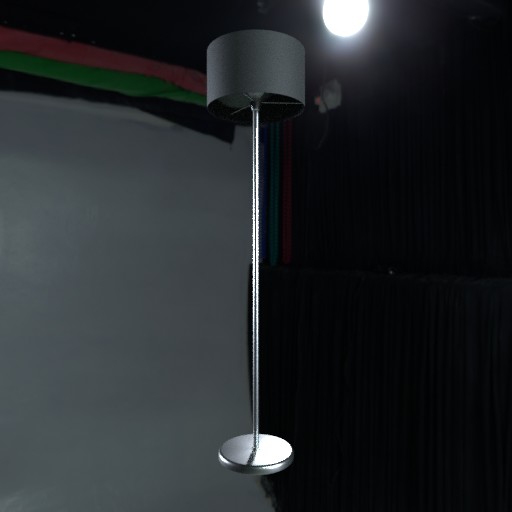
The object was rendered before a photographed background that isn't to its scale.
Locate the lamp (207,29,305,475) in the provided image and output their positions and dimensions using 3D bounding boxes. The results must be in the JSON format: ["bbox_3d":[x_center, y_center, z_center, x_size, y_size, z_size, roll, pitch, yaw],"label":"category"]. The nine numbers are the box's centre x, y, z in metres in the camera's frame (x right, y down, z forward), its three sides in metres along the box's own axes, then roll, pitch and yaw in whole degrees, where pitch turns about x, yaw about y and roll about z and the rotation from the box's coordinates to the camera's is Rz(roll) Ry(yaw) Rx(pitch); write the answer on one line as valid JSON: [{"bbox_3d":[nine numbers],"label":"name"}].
[{"bbox_3d":[0.000,0.000,1.590,0.348,1.443,0.348,0,1,-35],"label":"lamp"}]
